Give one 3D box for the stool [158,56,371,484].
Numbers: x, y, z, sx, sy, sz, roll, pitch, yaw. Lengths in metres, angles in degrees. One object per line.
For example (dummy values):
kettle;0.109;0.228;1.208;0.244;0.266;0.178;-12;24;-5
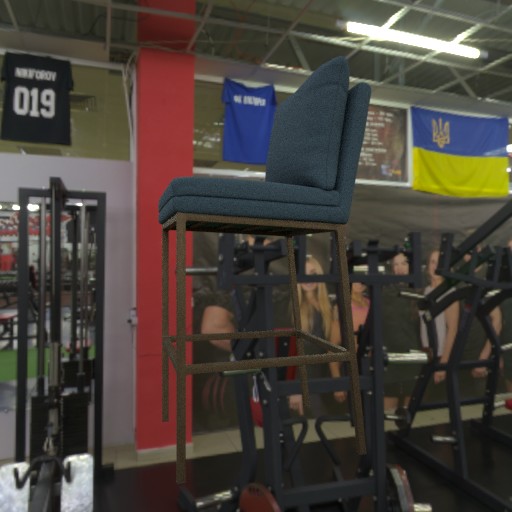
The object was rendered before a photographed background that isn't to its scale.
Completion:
stool;0.000;0.000;1.381;0.568;1.124;0.463;0;0;-17
